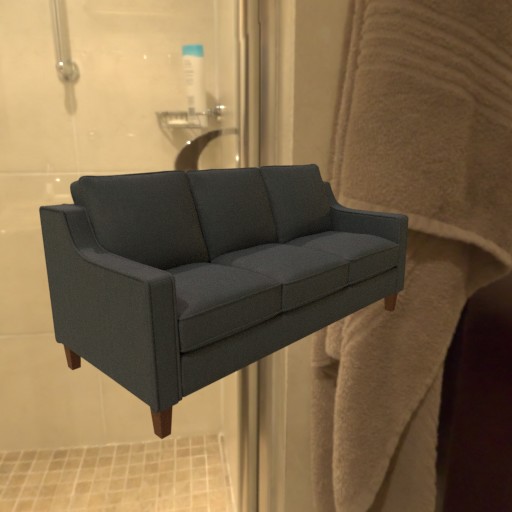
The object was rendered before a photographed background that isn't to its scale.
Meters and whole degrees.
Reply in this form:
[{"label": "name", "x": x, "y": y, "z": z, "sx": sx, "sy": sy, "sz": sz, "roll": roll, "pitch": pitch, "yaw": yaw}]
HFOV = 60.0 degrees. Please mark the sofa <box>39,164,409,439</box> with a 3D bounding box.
[{"label": "sofa", "x": 0.000, "y": 0.000, "z": 2.532, "sx": 0.911, "sy": 0.974, "sz": 1.986, "roll": 13, "pitch": 19, "yaw": 42}]
